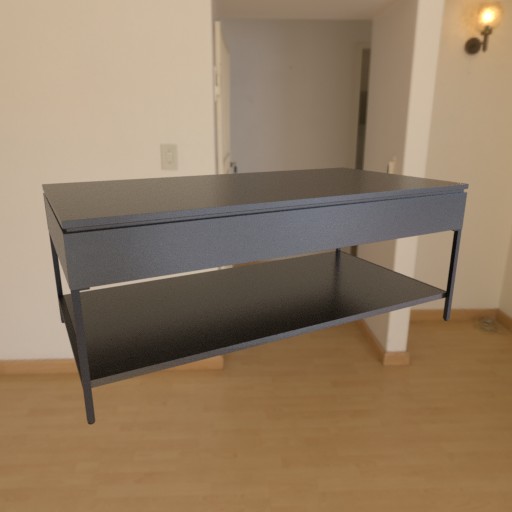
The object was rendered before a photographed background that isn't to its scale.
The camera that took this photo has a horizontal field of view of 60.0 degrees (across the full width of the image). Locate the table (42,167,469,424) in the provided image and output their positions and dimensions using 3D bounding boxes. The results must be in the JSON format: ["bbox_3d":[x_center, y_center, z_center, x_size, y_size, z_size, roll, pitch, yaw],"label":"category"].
[{"bbox_3d":[0.000,0.000,1.345,1.095,0.435,0.574,-9,19,-27],"label":"table"}]
